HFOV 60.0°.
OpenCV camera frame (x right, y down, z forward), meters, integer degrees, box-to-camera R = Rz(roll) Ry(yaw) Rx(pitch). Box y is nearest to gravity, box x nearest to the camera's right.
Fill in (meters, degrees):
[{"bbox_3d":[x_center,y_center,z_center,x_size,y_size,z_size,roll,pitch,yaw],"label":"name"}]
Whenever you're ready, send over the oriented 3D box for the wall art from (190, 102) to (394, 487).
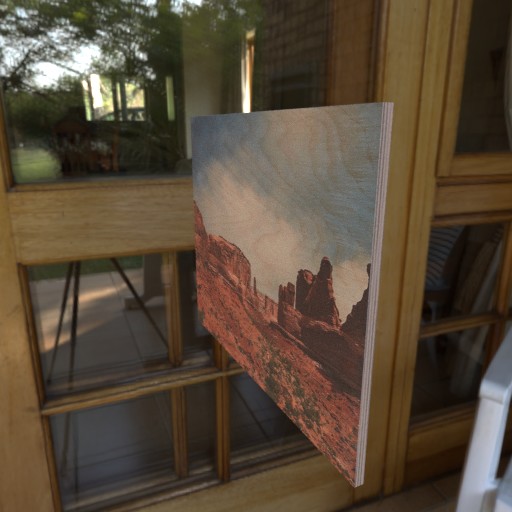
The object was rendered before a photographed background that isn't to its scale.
[{"bbox_3d":[0.000,0.000,0.658,0.013,0.406,0.508,-8,18,-26],"label":"wall art"}]
